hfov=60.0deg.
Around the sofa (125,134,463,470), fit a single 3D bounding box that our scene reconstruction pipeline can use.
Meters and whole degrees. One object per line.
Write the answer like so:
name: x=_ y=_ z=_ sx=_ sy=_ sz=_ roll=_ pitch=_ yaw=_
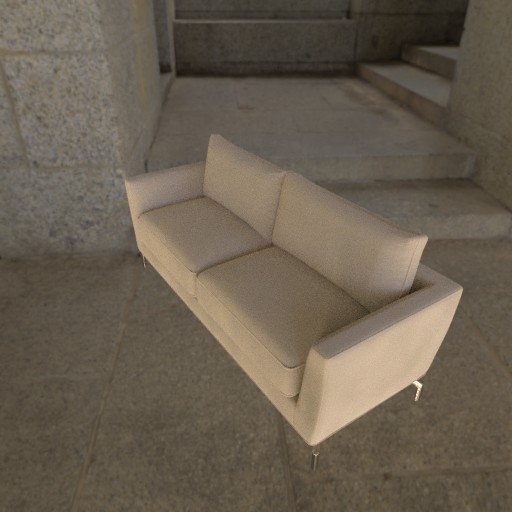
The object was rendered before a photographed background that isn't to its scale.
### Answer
sofa: x=0.000 y=0.000 z=2.751 sx=0.868 sy=1.005 sz=2.214 roll=-19 pitch=36 yaw=-28
